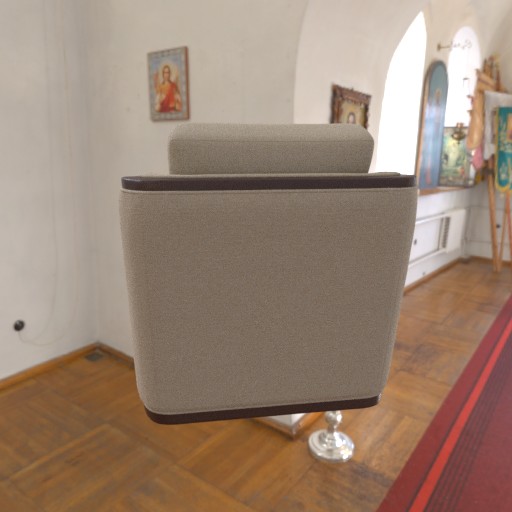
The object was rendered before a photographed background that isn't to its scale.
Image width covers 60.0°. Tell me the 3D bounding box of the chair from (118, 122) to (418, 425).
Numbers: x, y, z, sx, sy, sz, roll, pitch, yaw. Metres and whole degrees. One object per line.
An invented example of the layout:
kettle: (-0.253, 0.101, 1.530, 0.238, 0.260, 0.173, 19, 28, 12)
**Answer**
chair: (0.000, 0.000, 1.661, 0.870, 0.930, 0.950, -2, 14, -8)
